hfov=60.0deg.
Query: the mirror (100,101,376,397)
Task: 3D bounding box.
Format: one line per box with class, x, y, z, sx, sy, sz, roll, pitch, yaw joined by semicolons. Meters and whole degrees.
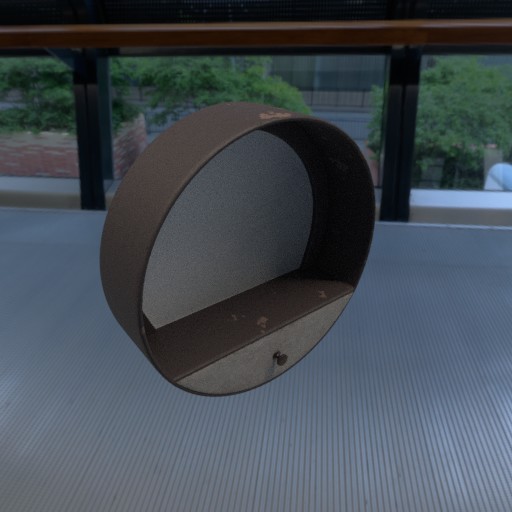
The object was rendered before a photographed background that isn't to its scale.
mirror;0.000;0.000;0.604;0.386;0.386;0.126;-21;36;-32
